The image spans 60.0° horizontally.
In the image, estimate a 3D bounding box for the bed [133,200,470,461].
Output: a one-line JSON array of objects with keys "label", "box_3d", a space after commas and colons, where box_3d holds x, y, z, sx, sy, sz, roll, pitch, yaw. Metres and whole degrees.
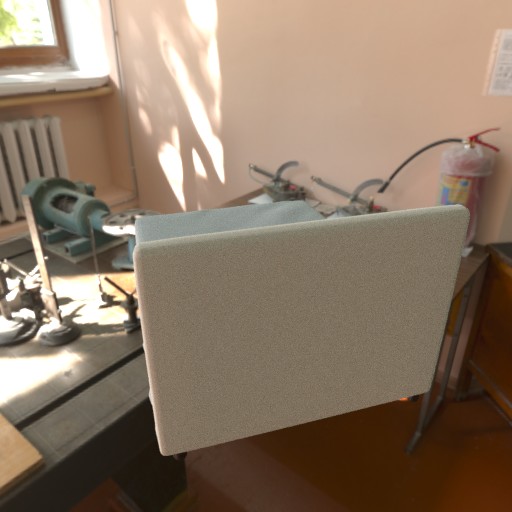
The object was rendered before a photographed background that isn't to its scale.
[{"label": "bed", "box_3d": [0.000, 0.000, 3.226, 1.748, 1.330, 2.142, -8, 28, -15]}]
